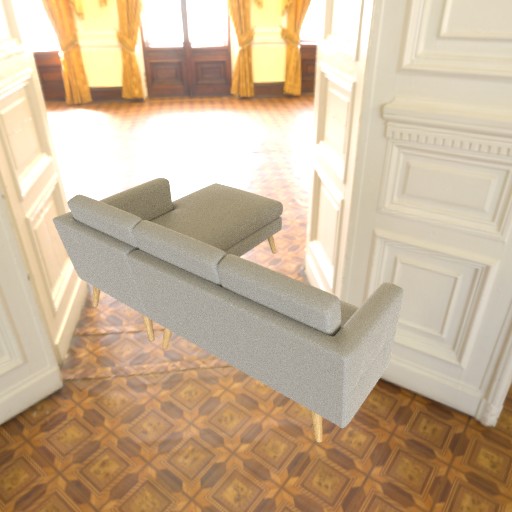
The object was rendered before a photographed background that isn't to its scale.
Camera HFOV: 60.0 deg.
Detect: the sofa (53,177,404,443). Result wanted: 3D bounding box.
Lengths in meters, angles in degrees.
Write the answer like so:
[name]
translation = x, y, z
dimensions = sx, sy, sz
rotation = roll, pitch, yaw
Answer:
[sofa]
translation = 0.000, 0.000, 2.873
dimensions = 2.040, 0.860, 1.530
rotation = 21, 37, 31
